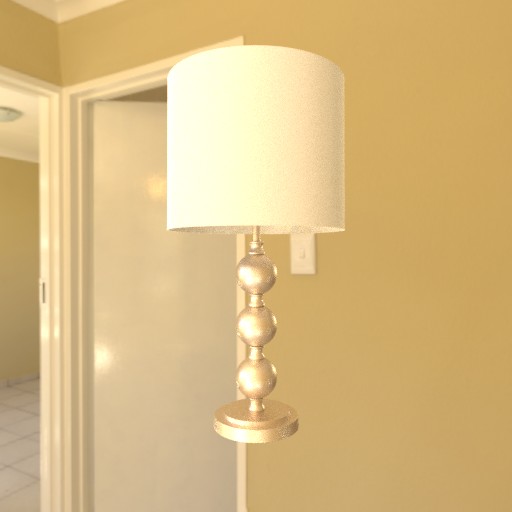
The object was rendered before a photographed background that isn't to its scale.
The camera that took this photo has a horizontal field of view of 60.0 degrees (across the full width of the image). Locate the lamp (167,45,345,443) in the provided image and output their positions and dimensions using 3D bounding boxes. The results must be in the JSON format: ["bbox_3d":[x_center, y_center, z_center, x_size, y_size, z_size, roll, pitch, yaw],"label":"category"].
[{"bbox_3d":[0.000,0.000,0.702,0.277,0.538,0.277,0,1,19],"label":"lamp"}]
